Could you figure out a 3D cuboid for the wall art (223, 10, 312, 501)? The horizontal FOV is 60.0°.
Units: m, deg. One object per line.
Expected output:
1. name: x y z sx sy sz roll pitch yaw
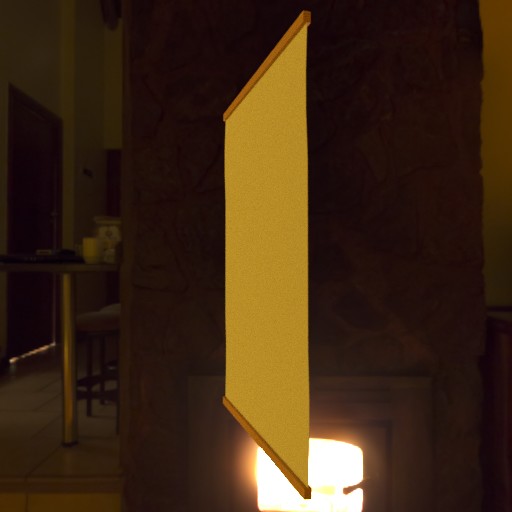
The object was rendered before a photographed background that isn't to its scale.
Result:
1. wall art: 0.000 0.000 1.859 0.025 1.521 1.011 0 -1 -19
